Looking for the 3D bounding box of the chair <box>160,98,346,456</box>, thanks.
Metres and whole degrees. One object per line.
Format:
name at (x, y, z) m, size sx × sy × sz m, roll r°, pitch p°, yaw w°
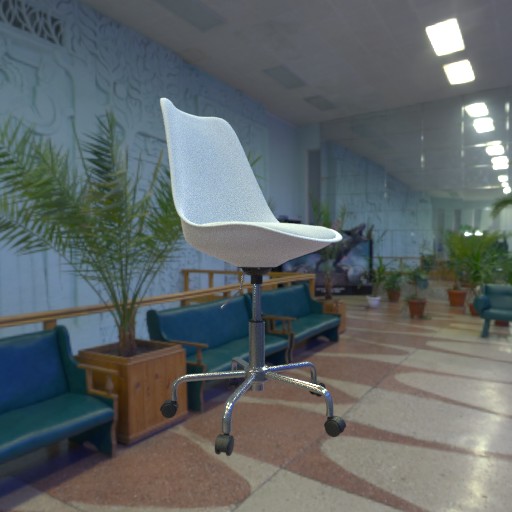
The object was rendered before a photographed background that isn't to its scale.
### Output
chair at (0.000, 0.000, 1.289) m, size 0.550 × 0.930 × 0.550 m, roll 1°, pitch 2°, yaw 35°
